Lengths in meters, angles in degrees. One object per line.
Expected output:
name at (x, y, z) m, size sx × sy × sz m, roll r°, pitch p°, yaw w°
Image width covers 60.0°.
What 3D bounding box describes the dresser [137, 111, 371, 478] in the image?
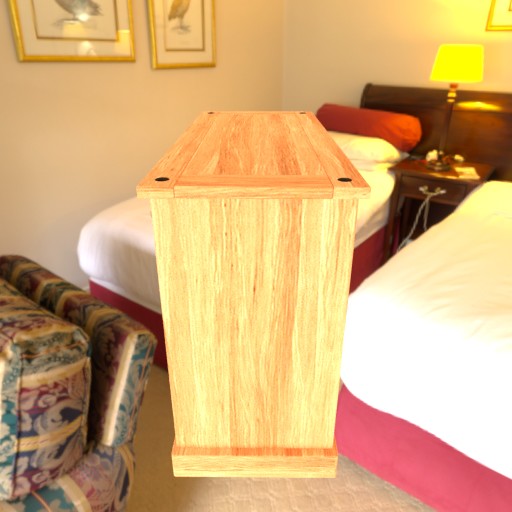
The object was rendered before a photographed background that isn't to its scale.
dresser at (0.000, 0.000, 1.375) m, size 0.410 × 0.740 × 0.990 m, roll 0°, pitch 25°, yaw 0°
